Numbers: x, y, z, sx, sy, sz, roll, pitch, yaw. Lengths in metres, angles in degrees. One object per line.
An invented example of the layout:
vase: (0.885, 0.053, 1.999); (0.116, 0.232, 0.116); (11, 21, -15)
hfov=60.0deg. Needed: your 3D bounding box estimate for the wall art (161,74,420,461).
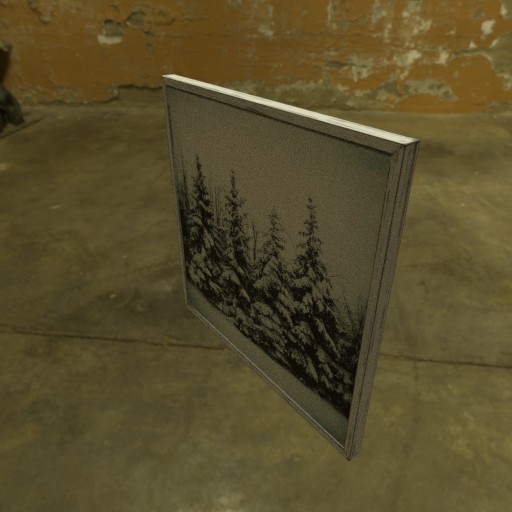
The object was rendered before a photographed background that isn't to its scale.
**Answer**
wall art: (0.000, 0.000, 1.117); (0.037, 0.761, 0.761); (-22, 38, -32)
